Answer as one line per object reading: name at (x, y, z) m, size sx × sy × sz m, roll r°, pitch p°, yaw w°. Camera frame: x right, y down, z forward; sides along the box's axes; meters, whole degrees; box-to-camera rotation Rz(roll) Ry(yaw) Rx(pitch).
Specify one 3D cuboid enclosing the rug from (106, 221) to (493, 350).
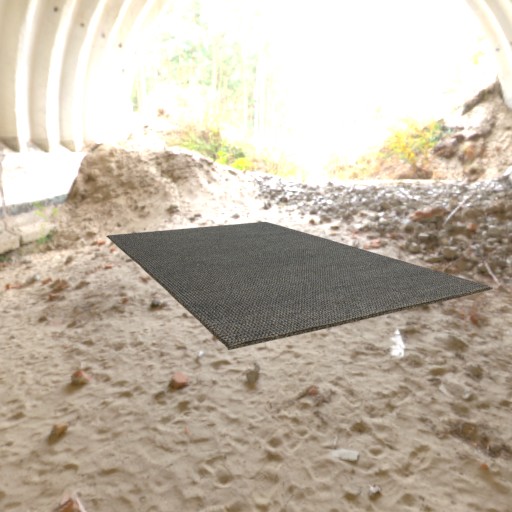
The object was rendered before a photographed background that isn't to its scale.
rug at (0.000, 0.000, 3.022) m, size 1.538 × 0.021 × 2.443 m, roll -7°, pitch 15°, yaw -27°
